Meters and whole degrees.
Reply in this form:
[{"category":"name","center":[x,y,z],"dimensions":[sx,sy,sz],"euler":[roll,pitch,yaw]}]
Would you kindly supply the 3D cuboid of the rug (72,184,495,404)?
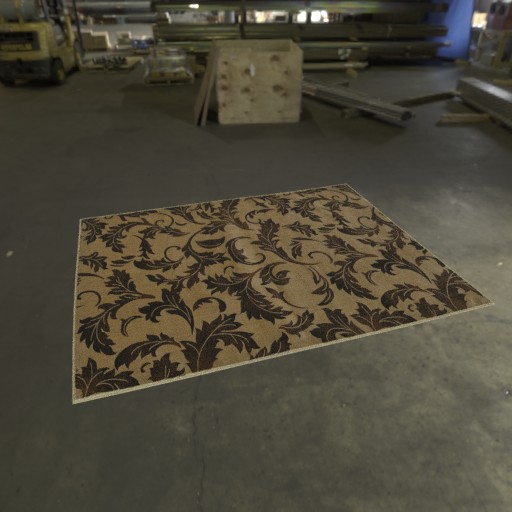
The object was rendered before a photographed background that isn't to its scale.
[{"category":"rug","center":[0.000,0.000,3.850],"dimensions":[2.977,0.008,2.380],"euler":[-10,34,-15]}]
